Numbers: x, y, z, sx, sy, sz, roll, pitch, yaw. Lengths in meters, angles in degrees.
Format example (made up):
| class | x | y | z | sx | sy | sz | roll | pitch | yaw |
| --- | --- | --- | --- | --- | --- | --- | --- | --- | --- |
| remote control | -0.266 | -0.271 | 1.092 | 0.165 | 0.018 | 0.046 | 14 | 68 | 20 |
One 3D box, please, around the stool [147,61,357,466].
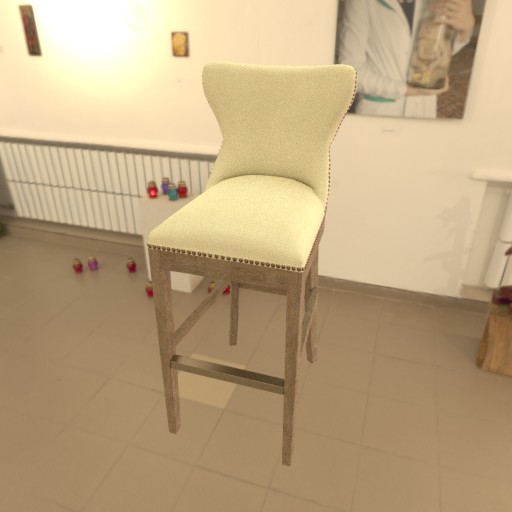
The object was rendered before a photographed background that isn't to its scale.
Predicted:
| class | x | y | z | sx | sy | sz | roll | pitch | yaw |
| --- | --- | --- | --- | --- | --- | --- | --- | --- | --- |
| stool | 0.000 | 0.000 | 1.438 | 0.494 | 1.123 | 0.606 | 9 | 29 | 16 |
